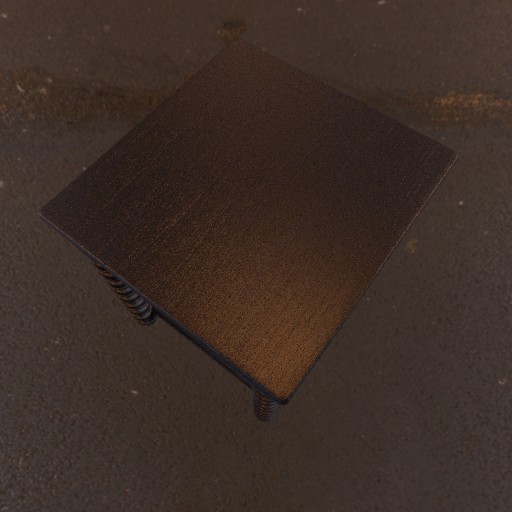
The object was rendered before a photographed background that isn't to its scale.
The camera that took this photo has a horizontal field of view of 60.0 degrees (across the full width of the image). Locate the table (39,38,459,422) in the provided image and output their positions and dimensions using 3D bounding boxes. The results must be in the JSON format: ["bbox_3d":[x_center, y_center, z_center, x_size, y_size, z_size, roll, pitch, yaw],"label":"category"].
[{"bbox_3d":[0.000,0.000,1.002,0.500,0.567,0.533,34,69,15],"label":"table"}]
